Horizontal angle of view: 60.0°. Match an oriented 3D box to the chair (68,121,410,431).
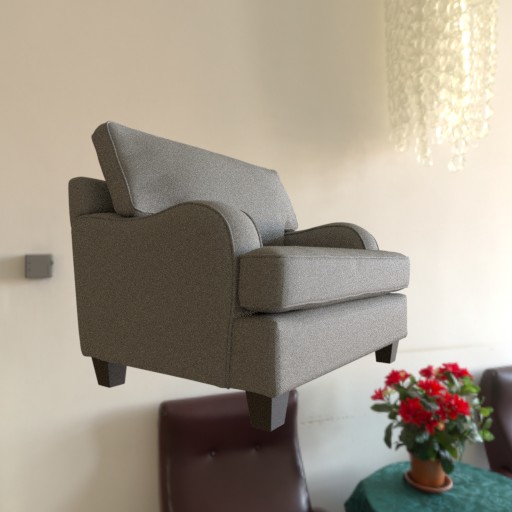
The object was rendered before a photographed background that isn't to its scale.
[{"bbox_3d":[0.000,0.000,1.967,1.040,1.016,1.220,0,-1,36],"label":"chair"}]
